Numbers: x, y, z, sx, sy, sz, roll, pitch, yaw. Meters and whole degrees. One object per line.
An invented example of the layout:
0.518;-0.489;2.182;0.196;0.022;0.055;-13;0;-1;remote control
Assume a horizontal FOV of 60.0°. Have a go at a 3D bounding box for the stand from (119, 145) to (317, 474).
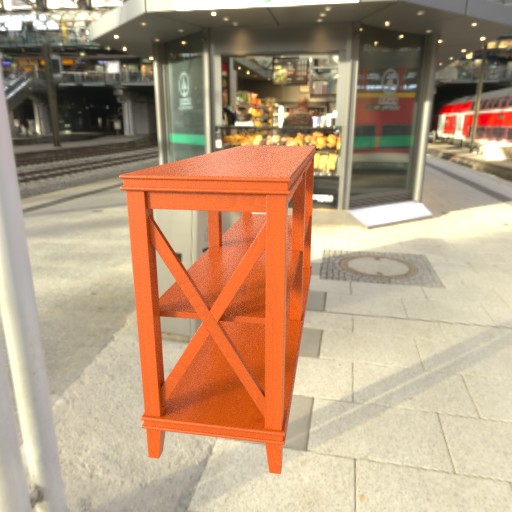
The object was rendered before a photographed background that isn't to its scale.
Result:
0.000;0.000;1.706;0.381;0.762;1.372;3;17;9;stand
